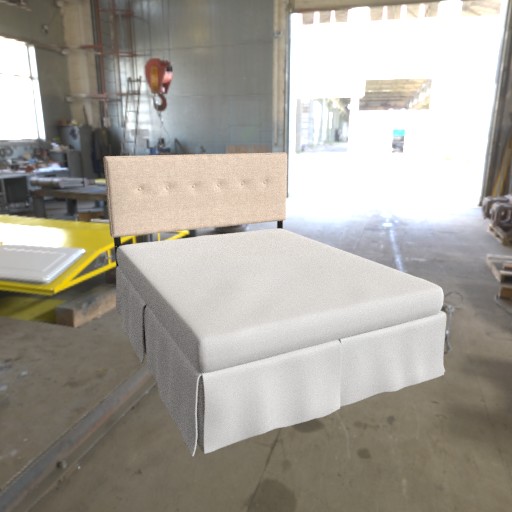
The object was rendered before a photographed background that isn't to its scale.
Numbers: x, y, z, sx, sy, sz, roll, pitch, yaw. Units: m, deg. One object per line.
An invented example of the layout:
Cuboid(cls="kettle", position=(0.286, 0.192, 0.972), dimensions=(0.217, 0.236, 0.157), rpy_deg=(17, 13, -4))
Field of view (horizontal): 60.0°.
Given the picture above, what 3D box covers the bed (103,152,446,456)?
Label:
Cuboid(cls="bed", position=(0.000, 0.000, 3.003), dimensions=(1.643, 1.270, 1.978), rpy_deg=(-8, 17, -26))
